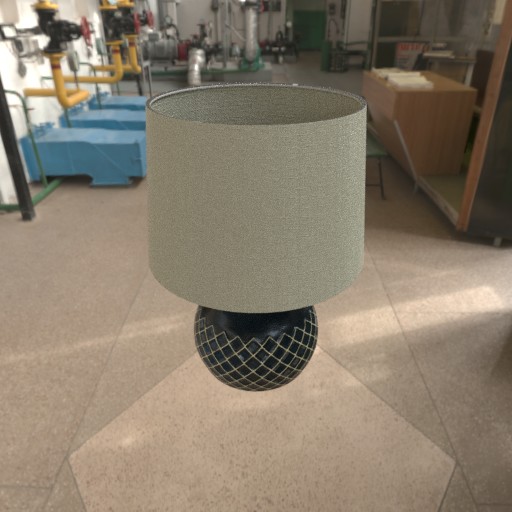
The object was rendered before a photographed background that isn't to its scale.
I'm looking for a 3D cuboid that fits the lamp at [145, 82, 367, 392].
[{"bbox_3d":[0.000,0.000,0.798,0.376,0.540,0.376,0,30,0],"label":"lamp"}]
